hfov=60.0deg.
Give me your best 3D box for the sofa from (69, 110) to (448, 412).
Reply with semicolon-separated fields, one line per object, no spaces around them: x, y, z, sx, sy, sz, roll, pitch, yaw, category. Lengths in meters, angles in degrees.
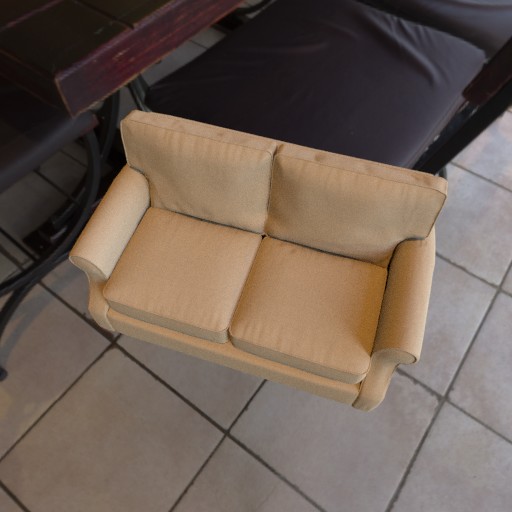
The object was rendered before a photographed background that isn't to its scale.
0.000;0.000;2.230;1.665;0.937;0.964;15;59;9;sofa
